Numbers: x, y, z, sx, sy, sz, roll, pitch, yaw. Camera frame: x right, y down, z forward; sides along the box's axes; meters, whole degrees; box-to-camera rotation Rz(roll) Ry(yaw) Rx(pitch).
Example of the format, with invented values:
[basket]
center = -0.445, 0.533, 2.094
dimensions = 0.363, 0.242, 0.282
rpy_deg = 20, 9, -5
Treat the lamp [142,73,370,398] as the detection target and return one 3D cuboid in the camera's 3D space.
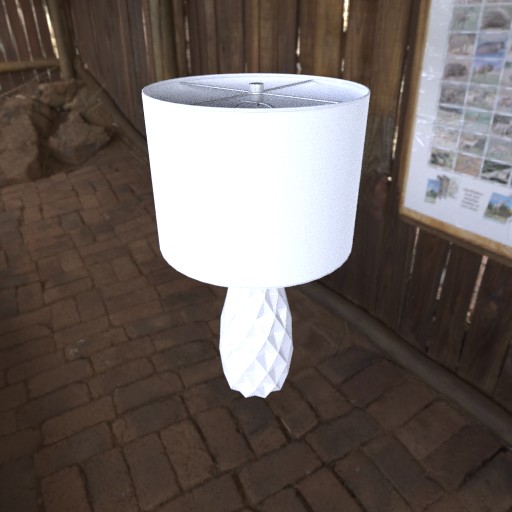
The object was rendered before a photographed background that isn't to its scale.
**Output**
[lamp]
center = 0.000, 0.000, 0.714
dimensions = 0.297, 0.522, 0.297
rpy_deg = 0, 29, 0
